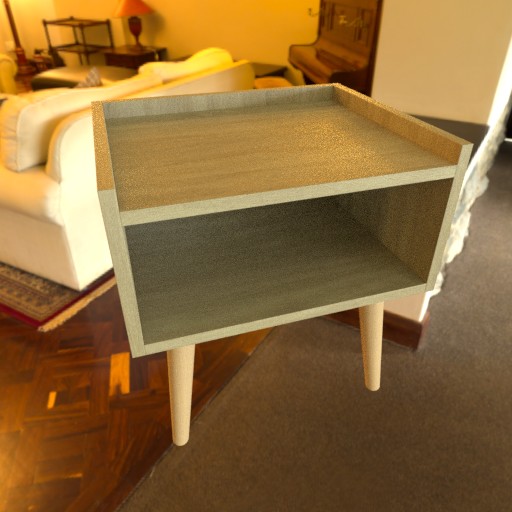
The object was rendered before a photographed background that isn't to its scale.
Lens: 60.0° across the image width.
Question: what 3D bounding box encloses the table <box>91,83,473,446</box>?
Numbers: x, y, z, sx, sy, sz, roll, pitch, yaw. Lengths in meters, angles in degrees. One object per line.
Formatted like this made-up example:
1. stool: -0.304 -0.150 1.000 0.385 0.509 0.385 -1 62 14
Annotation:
1. table: 0.000 0.000 0.769 0.450 0.470 0.370 -10 34 -15
